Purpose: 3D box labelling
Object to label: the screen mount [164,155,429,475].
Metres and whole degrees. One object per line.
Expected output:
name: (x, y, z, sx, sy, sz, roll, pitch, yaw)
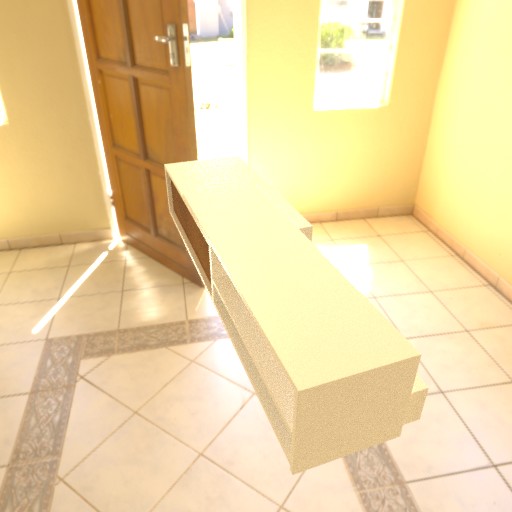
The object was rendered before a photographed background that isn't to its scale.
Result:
screen mount: (0.000, 0.000, 1.830, 0.420, 0.320, 1.680, -11, 33, -17)
